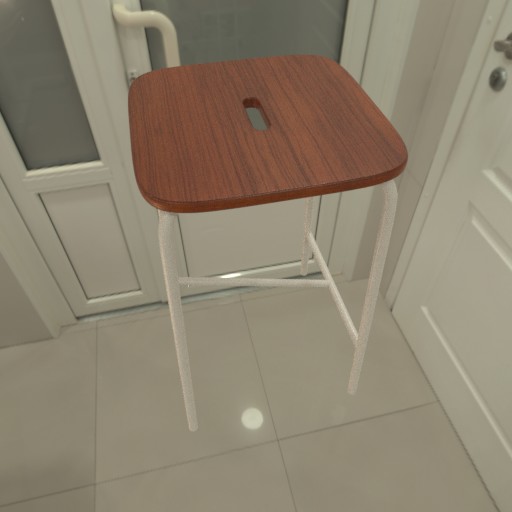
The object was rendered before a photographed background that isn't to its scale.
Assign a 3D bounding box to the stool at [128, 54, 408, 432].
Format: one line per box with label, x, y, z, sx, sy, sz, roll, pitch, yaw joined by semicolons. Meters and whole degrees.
stool;0.000;0.000;0.863;0.376;0.610;0.376;-10;48;-9
